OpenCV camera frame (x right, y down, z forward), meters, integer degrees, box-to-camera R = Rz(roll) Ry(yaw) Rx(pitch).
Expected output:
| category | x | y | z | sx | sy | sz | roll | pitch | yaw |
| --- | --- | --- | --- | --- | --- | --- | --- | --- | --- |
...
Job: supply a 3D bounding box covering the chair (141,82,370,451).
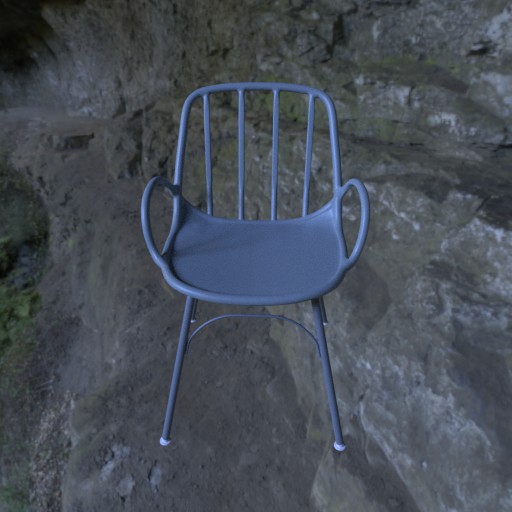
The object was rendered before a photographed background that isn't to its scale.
| category | x | y | z | sx | sy | sz | roll | pitch | yaw |
| --- | --- | --- | --- | --- | --- | --- | --- | --- | --- |
| chair | 0.000 | 0.000 | 1.216 | 0.549 | 0.816 | 0.597 | 1 | 29 | 2 |
